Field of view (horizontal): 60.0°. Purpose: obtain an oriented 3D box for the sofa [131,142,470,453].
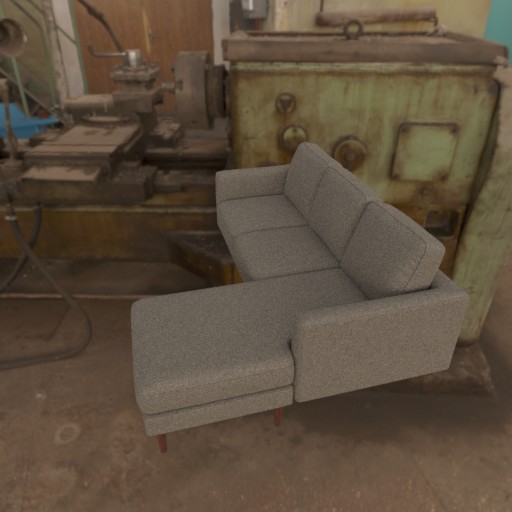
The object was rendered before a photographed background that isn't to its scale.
[{"bbox_3d":[0.000,0.000,2.967,1.667,0.957,2.055,-8,32,-13],"label":"sofa"}]
